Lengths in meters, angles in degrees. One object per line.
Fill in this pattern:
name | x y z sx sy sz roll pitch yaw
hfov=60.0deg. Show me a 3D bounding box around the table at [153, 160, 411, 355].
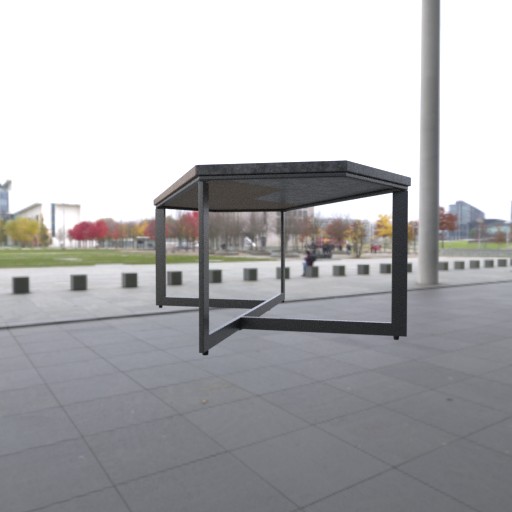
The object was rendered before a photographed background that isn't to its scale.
table | 0.000 0.000 1.561 0.609 0.457 1.219 -1 2 -19
